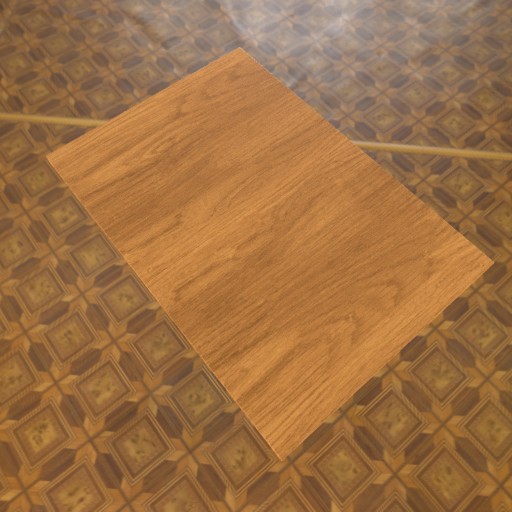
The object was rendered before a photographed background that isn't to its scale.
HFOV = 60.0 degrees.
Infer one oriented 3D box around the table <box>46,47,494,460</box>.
[{"bbox_3d":[0.000,0.000,1.853,0.900,0.770,1.300,-37,69,-16],"label":"table"}]
